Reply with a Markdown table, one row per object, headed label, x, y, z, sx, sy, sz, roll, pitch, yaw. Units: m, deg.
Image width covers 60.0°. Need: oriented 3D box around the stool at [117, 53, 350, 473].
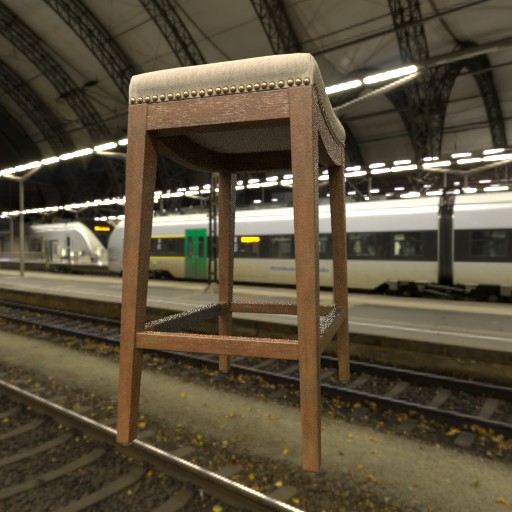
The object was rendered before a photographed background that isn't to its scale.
| label | x | y | z | sx | sy | sz | roll | pitch | yaw |
| --- | --- | --- | --- | --- | --- | --- | --- | --- | --- |
| stool | 0.000 | 0.000 | 0.961 | 0.356 | 0.660 | 0.508 | 0 | 1 | 17 |
